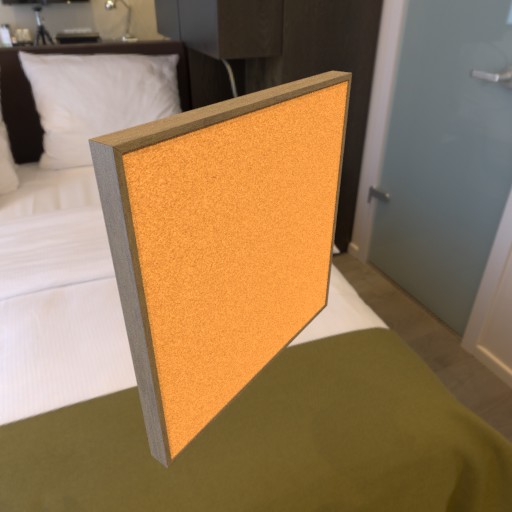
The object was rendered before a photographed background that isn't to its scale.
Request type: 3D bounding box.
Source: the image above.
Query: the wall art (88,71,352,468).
[{"bbox_3d":[0.000,0.000,0.735,0.037,0.507,0.507,21,37,30],"label":"wall art"}]
